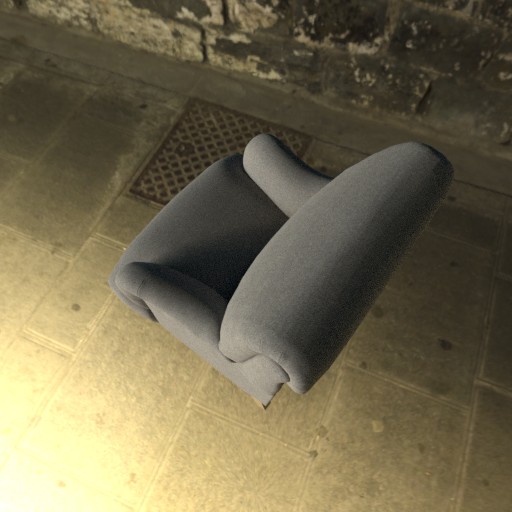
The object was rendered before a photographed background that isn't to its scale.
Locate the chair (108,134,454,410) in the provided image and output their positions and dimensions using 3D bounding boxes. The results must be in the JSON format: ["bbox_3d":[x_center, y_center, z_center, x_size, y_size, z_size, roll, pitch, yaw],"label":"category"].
[{"bbox_3d":[0.000,0.000,1.532,0.843,0.942,0.766,34,67,17],"label":"chair"}]
